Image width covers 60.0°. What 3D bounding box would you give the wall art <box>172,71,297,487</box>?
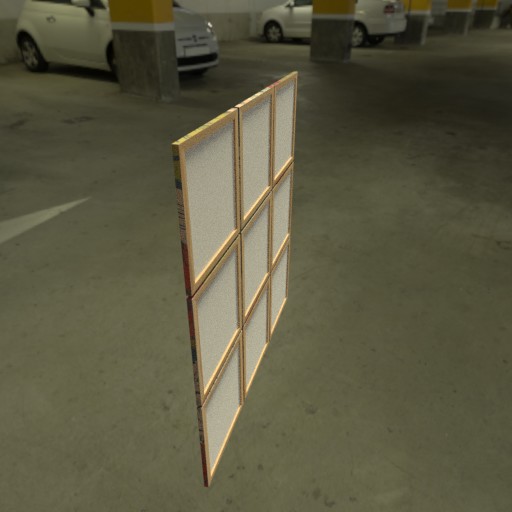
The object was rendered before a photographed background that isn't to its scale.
[{"bbox_3d":[0.000,0.000,1.321,0.013,0.913,0.904,9,31,15],"label":"wall art"}]
